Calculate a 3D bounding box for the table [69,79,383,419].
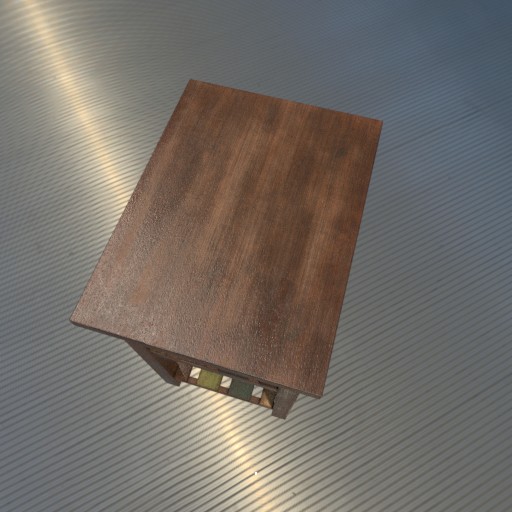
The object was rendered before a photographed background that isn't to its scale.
[{"bbox_3d":[0.000,0.000,0.975,0.356,0.584,0.609,15,65,7],"label":"table"}]
